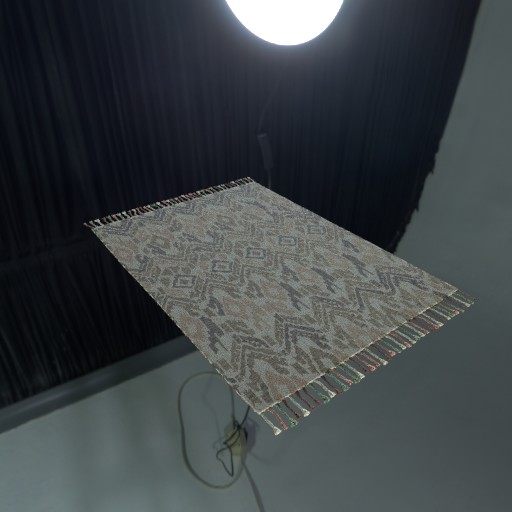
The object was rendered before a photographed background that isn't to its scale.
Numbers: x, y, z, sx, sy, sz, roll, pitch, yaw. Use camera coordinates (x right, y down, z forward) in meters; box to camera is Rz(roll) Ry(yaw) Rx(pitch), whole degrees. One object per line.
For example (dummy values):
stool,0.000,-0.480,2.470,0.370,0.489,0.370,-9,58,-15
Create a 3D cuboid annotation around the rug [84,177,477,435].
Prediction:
rug,0.000,0.000,2.337,1.219,0.008,1.829,-22,38,-30
